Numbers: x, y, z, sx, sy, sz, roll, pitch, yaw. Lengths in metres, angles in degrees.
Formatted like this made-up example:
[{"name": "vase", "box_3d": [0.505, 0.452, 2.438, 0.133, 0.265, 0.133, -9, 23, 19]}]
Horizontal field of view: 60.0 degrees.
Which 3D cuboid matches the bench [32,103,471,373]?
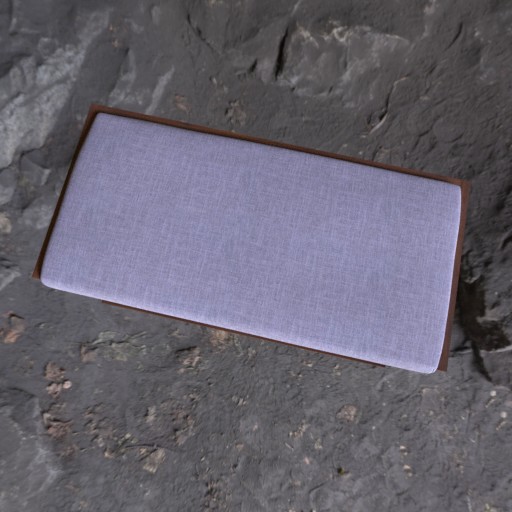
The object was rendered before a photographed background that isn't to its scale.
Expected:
[{"name": "bench", "box_3d": [0.000, 0.000, 0.996, 0.734, 0.461, 0.362, 12, 77, 3]}]
